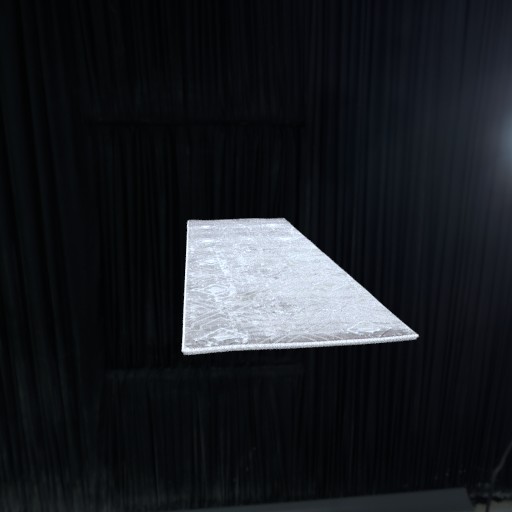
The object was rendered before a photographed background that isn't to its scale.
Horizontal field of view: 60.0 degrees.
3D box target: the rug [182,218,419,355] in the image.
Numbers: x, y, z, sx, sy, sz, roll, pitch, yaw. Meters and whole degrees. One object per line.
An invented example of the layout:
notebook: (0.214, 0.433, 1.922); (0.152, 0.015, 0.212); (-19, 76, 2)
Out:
rug: (0.000, 0.000, 2.652); (0.832, 0.035, 2.381); (-2, 15, -8)
